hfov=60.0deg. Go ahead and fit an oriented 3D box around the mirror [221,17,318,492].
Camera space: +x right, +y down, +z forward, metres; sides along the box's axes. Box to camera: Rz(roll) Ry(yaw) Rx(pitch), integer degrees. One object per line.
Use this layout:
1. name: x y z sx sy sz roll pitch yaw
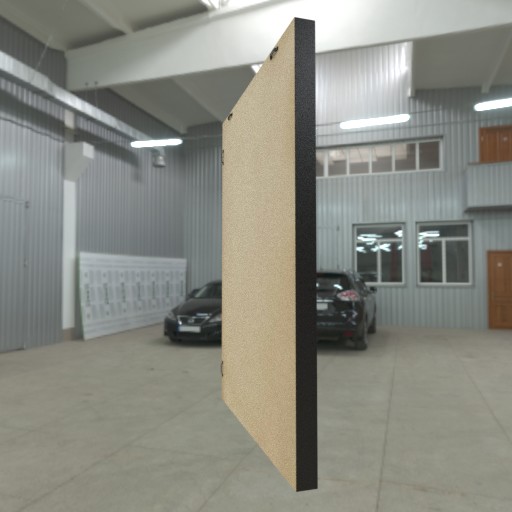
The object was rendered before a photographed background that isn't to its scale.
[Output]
1. mirror: 0.000 0.000 0.908 0.040 0.710 0.507 1 -2 -17
